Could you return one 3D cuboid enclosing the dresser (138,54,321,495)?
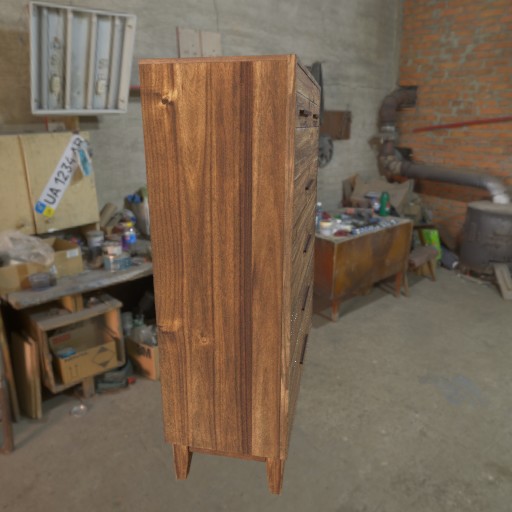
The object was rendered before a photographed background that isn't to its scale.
[{"bbox_3d":[0.000,0.000,1.853,0.442,1.393,1.062,3,17,11],"label":"dresser"}]
